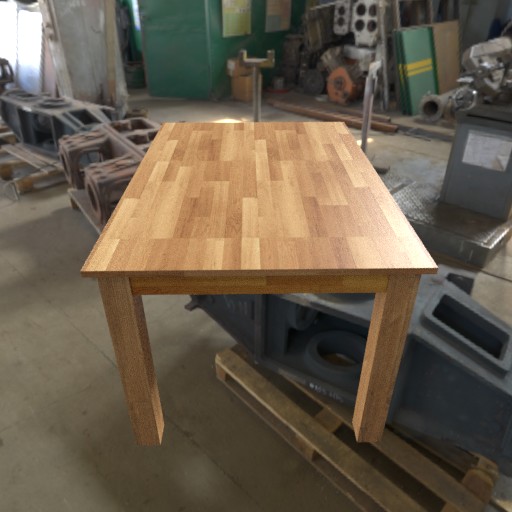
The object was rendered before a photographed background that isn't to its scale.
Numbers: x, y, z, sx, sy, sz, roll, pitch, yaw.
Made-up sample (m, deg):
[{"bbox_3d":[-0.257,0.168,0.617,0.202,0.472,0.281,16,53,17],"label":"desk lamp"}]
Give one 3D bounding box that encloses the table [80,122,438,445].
[{"bbox_3d":[0.000,0.000,1.863,0.900,0.750,1.300,-1,33,-1],"label":"table"}]
